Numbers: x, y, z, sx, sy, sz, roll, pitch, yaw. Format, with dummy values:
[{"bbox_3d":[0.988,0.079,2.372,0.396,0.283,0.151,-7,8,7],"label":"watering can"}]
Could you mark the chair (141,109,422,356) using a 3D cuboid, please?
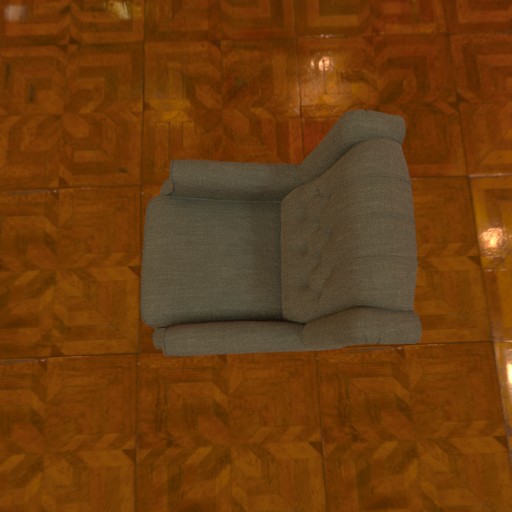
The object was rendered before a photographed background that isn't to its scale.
[{"bbox_3d":[0.000,0.000,1.680,0.898,1.035,0.742,0,77,0],"label":"chair"}]
